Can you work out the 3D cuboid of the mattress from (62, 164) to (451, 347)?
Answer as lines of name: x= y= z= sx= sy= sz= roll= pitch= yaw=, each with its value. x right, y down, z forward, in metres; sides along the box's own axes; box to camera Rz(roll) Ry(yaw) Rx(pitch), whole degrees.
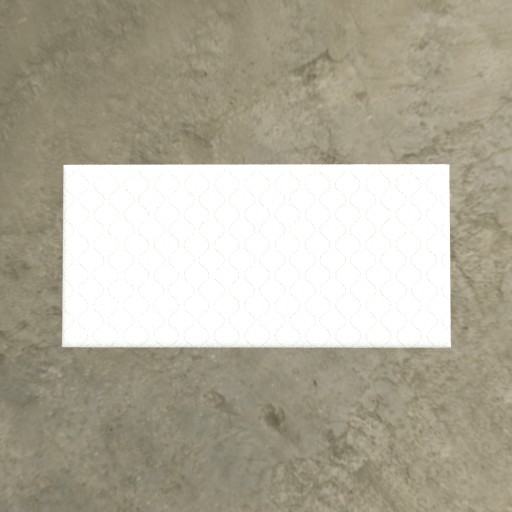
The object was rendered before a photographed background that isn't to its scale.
mattress: x=0.000 y=0.000 z=2.247 sx=1.900 sy=0.200 sz=0.900 roll=0 pitch=89 yaw=0
